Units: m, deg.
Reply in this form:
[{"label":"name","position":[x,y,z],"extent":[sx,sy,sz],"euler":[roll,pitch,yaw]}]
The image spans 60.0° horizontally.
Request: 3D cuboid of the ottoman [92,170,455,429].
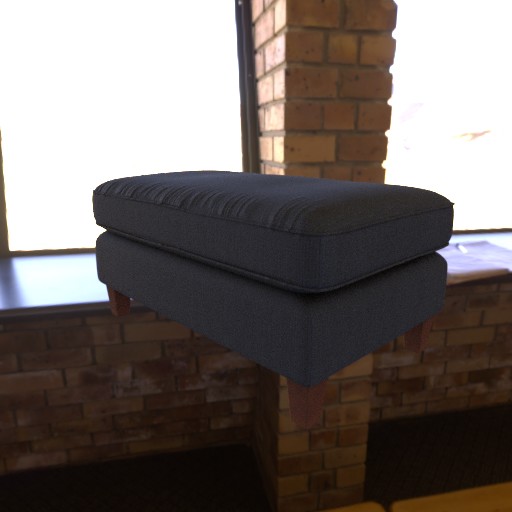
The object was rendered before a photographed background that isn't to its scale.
[{"label":"ottoman","position":[0.000,0.000,1.232],"extent":[0.570,0.438,0.885],"euler":[-14,20,-42]}]
